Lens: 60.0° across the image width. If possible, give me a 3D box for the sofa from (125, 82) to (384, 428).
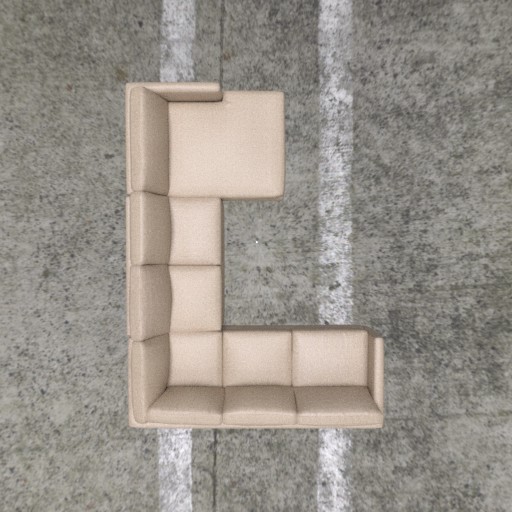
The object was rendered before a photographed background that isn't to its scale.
[{"bbox_3d":[0.000,0.000,4.637,2.594,0.961,3.460,0,92,0],"label":"sofa"}]
